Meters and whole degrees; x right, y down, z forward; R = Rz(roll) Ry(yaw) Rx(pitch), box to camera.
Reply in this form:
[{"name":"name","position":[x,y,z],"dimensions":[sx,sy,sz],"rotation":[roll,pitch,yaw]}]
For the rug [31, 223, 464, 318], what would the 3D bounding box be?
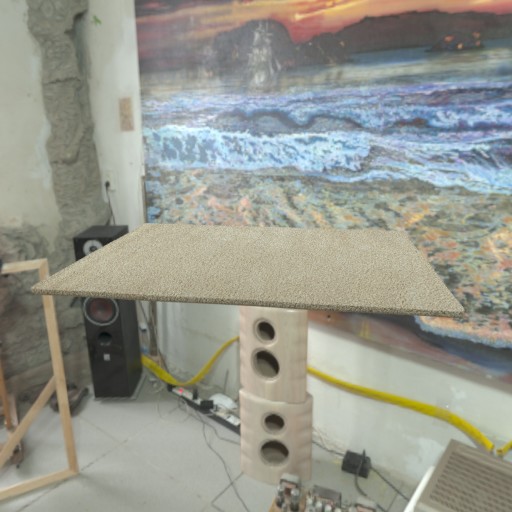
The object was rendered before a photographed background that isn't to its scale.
[{"name":"rug","position":[0.000,0.000,2.161],"dimensions":[1.600,0.025,1.199],"rotation":[2,17,8]}]
